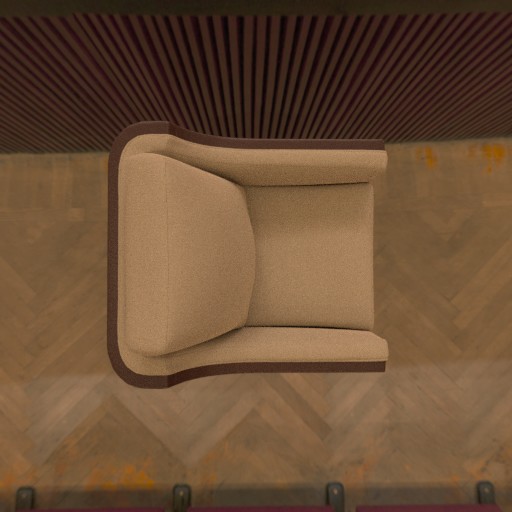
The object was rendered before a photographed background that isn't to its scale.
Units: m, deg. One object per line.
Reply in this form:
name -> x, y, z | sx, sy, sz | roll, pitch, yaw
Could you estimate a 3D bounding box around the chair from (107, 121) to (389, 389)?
chair -> 0.000, 0.000, 1.700 | 0.950, 0.930, 0.870 | 0, 89, -1
